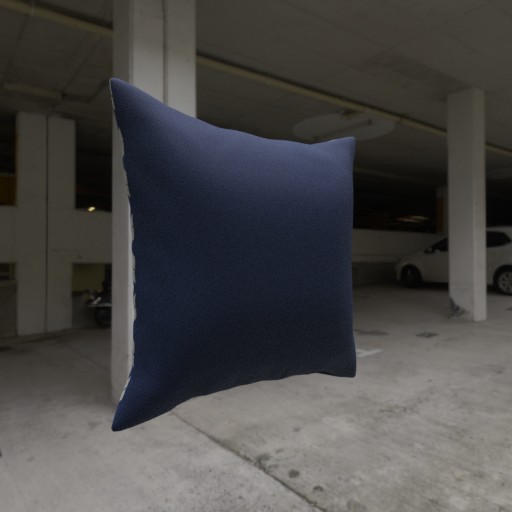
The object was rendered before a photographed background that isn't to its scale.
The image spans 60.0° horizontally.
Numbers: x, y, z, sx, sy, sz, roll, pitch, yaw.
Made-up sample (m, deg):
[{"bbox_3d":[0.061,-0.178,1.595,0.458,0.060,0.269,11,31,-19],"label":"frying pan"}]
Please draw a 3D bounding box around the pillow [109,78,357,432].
[{"bbox_3d":[0.000,0.000,0.763,0.504,0.494,0.188,0,-1,-36],"label":"pillow"}]
